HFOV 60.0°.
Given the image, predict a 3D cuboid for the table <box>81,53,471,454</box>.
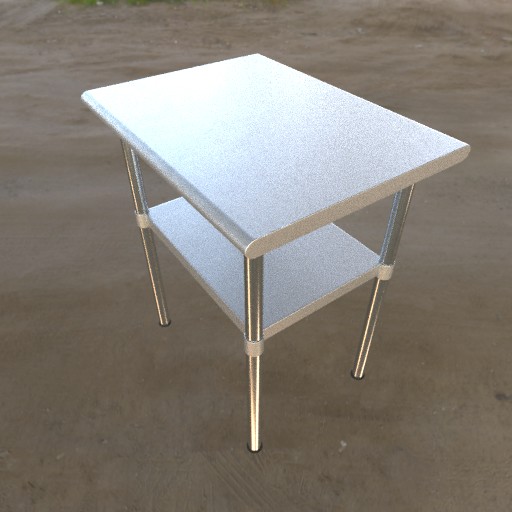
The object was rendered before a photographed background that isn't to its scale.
[{"bbox_3d":[0.000,0.000,1.329,0.584,0.876,0.762,-25,47,-26],"label":"table"}]
